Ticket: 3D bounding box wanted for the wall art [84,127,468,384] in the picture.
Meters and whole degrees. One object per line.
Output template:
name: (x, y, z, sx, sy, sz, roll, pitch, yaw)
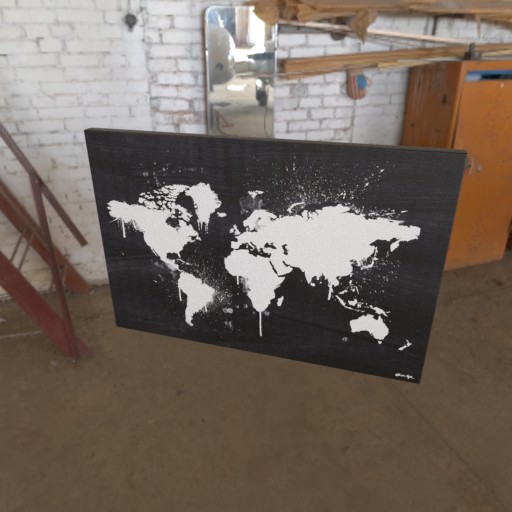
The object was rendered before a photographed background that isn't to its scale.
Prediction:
wall art: (0.000, 0.000, 1.167, 0.912, 0.612, 0.038, 7, 27, 15)
